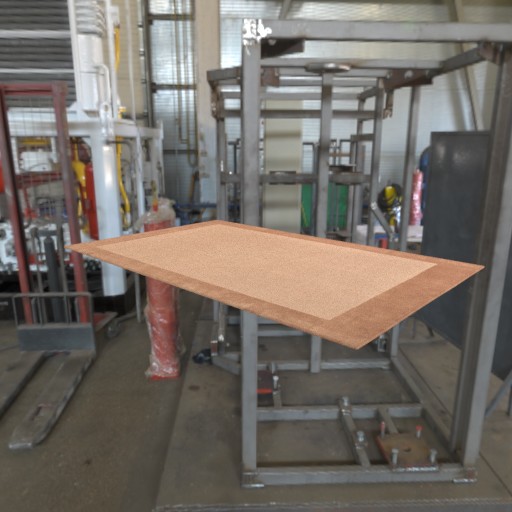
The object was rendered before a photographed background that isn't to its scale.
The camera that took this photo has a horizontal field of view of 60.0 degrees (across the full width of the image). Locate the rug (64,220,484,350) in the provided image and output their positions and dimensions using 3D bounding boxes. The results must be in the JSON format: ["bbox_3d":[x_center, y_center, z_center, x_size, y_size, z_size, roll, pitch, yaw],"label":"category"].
[{"bbox_3d":[0.000,0.000,2.999,2.438,0.014,1.524,13,19,41],"label":"rug"}]
